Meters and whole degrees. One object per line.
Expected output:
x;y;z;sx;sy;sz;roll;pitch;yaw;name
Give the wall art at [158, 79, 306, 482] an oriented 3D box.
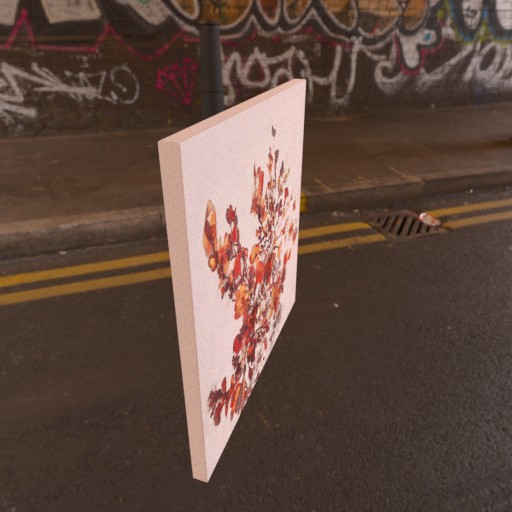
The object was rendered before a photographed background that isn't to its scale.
0.000;0.000;1.501;0.049;1.009;1.009;9;30;17;wall art
